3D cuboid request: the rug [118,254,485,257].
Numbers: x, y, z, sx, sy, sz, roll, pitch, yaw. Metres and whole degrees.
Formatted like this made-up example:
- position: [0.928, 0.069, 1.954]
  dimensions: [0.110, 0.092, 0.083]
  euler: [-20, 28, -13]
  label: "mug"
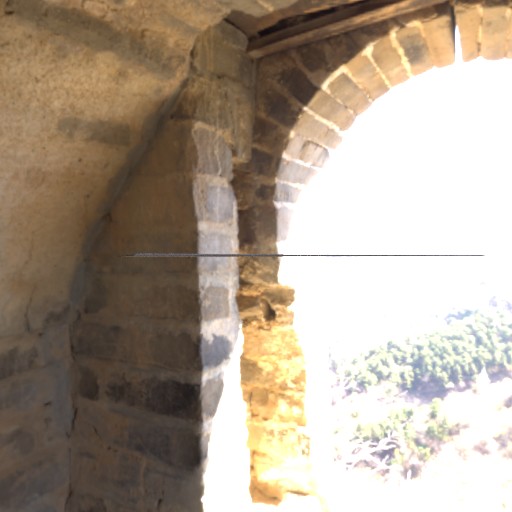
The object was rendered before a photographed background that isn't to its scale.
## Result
- position: [0.000, 0.000, 4.191]
  dimensions: [2.438, 0.012, 3.048]
  euler: [0, 0, -18]
  label: "rug"
